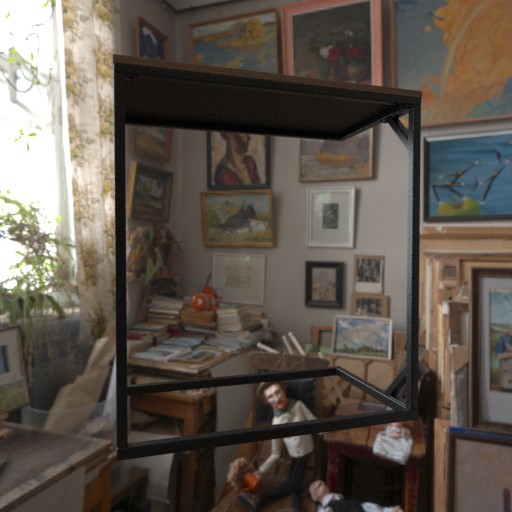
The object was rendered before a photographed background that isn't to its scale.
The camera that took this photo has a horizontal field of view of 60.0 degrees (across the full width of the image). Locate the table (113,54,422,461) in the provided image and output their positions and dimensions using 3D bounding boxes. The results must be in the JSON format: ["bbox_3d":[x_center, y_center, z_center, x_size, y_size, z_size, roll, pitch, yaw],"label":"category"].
[{"bbox_3d":[0.000,0.000,0.987,0.597,0.673,0.351,0,2,-17],"label":"table"}]
